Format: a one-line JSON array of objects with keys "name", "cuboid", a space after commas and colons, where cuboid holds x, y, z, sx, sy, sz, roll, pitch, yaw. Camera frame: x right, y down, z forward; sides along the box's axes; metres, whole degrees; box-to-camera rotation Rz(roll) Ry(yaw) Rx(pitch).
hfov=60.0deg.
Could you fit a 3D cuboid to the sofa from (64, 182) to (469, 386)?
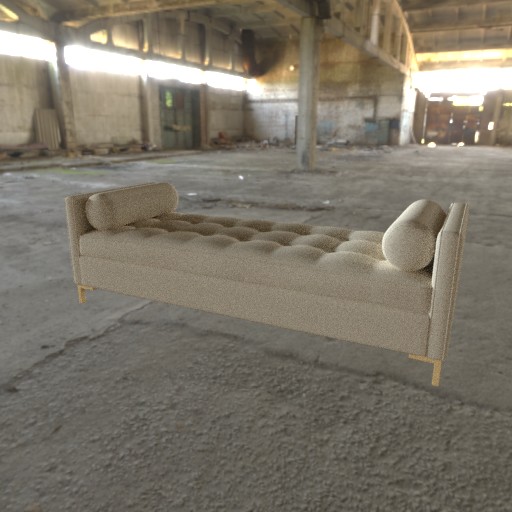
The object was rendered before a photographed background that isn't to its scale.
[{"name": "sofa", "cuboid": [0.000, 0.000, 2.370, 1.985, 0.641, 0.746, 8, 18, 25]}]
